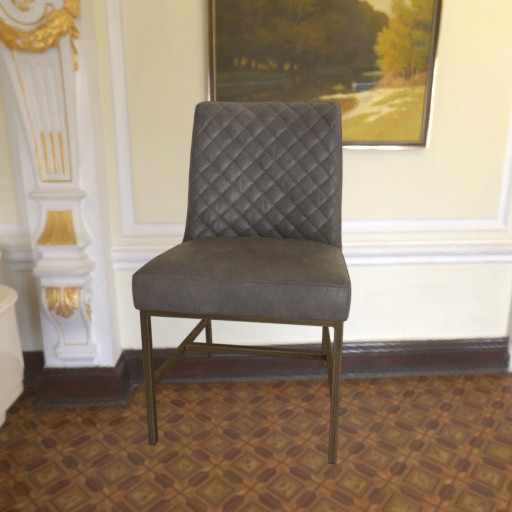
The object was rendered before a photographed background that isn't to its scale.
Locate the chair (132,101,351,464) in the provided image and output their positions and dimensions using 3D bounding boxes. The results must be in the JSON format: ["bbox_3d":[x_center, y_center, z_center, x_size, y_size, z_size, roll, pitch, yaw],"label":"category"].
[{"bbox_3d":[0.000,0.000,1.261,0.508,0.889,0.587,2,14,9],"label":"chair"}]
